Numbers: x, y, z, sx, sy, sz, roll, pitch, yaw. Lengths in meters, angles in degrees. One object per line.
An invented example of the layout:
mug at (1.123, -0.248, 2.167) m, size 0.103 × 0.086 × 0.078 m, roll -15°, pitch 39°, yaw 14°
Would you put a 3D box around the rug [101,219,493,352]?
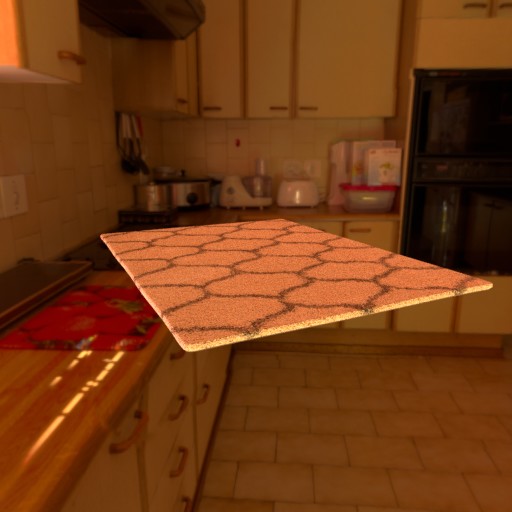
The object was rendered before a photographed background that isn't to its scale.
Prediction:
rug at (0.000, 0.000, 2.094) m, size 1.200 × 0.025 × 1.600 m, roll -7°, pitch 16°, yaw -25°
